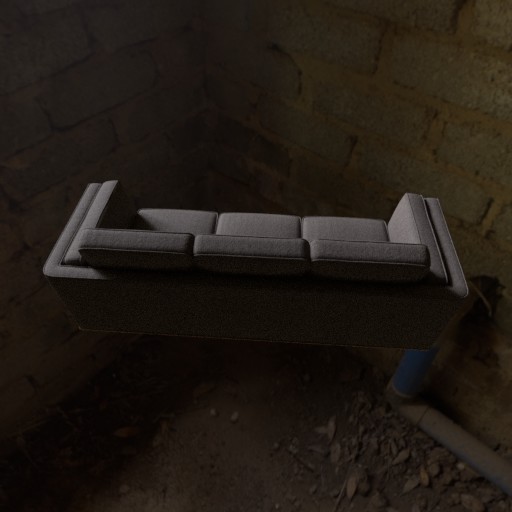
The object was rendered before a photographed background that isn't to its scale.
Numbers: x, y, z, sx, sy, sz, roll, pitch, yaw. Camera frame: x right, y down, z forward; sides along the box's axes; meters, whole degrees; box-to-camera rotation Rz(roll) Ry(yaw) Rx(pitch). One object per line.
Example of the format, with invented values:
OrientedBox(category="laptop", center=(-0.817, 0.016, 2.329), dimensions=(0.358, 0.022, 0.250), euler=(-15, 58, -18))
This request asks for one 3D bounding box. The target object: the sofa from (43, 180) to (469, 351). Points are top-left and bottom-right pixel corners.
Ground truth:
OrientedBox(category="sofa", center=(0.000, 0.000, 2.862), dimensions=(2.362, 0.899, 0.903), euler=(3, 46, 3))
